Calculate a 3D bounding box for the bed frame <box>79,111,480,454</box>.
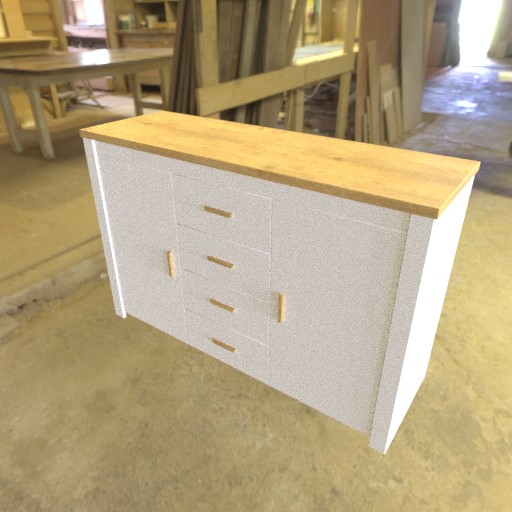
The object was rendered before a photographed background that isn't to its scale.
[{"bbox_3d":[0.000,0.000,1.672,1.300,0.850,0.430,19,34,30],"label":"bed frame"}]
